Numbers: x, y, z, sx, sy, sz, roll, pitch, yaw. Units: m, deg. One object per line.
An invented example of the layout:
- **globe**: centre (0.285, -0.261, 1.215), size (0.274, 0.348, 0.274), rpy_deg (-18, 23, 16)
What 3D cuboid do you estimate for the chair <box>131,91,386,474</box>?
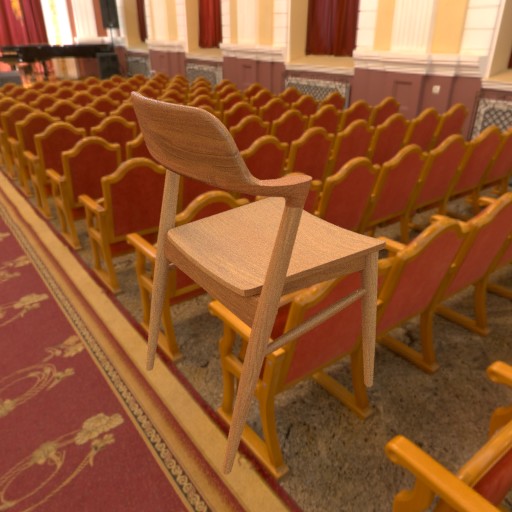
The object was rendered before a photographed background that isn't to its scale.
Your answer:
- **chair**: centre (0.000, 0.000, 1.118), size (0.499, 0.792, 0.512), rpy_deg (-18, 32, -32)
